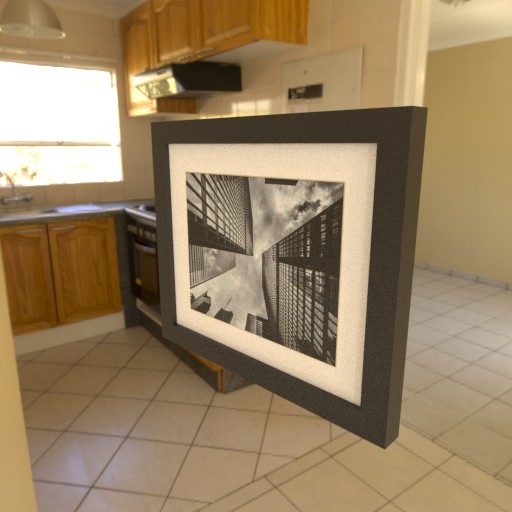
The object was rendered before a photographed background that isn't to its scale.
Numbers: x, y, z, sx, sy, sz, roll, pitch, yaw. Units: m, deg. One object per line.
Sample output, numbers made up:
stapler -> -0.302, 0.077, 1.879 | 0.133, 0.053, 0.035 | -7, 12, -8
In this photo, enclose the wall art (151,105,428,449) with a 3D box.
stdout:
wall art -> 0.000, 0.000, 0.535 | 0.381, 0.321, 0.028 | 13, 19, 43
